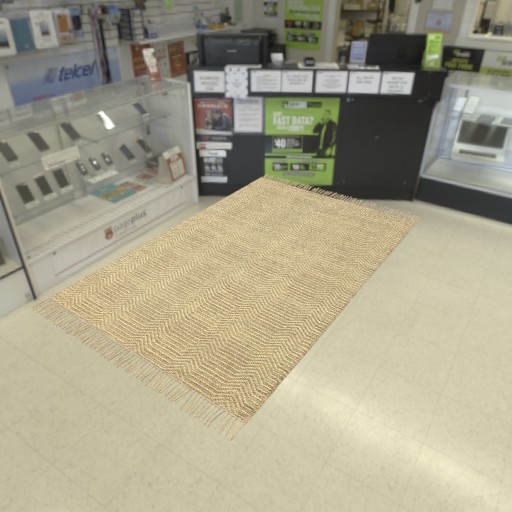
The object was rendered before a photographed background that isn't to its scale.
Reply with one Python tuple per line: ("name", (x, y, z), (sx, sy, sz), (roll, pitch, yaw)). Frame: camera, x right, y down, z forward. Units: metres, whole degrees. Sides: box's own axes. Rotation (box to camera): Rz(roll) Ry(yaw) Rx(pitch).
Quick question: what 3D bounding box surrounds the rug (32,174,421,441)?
("rug", (0.000, 0.000, 3.128), (1.528, 0.034, 2.523), (22, 39, 29))
